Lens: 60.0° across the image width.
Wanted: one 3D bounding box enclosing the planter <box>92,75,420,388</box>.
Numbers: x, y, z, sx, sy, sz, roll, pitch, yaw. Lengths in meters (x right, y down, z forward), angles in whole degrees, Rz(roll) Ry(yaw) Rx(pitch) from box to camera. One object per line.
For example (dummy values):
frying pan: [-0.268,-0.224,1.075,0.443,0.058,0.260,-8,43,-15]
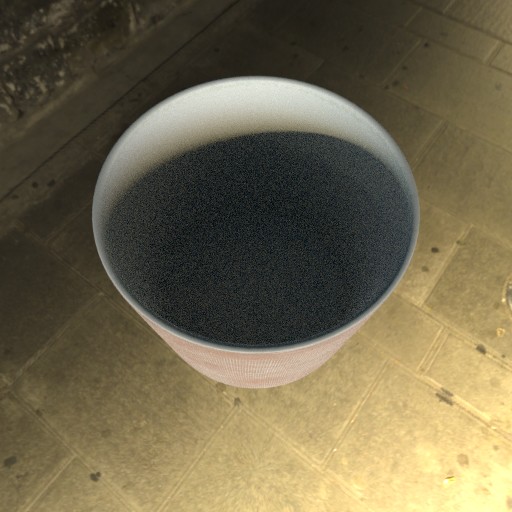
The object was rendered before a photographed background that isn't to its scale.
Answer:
planter: [0.000,0.000,0.779,0.440,0.398,0.440,0,64,0]
